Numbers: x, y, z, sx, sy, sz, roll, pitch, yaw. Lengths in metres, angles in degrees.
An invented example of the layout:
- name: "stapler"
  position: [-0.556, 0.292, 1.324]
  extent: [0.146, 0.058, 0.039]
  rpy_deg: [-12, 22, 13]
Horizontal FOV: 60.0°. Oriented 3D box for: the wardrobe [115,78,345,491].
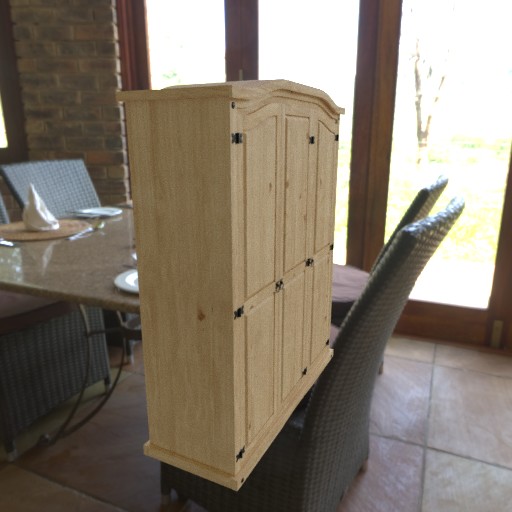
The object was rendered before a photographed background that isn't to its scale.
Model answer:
- name: "wardrobe"
  position: [0.000, 0.000, 2.612]
  extent: [0.570, 1.870, 1.500]
  rpy_deg: [7, 17, 26]
